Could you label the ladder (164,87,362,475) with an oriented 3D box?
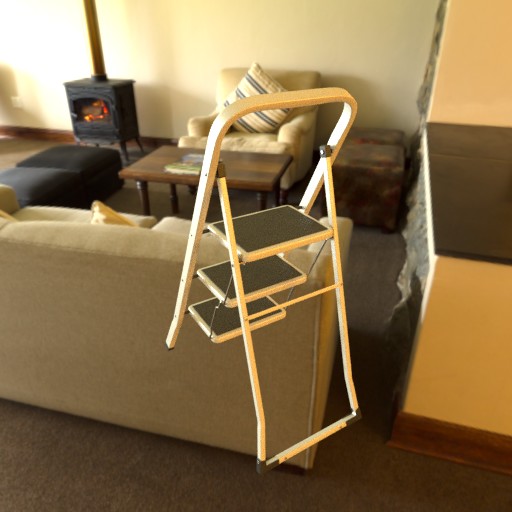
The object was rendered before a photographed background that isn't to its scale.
[{"bbox_3d":[0.000,0.000,1.425,0.460,1.050,0.711,-17,33,-27],"label":"ladder"}]
